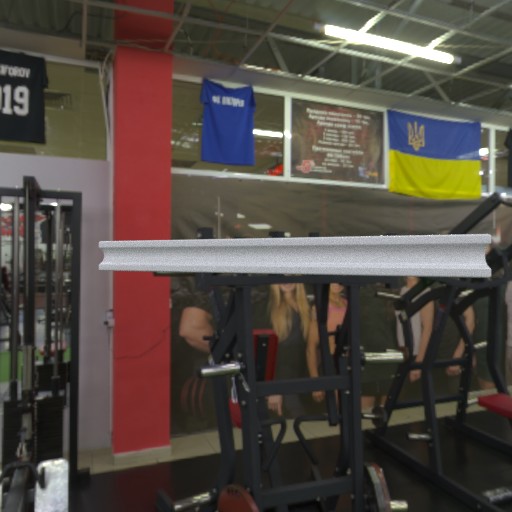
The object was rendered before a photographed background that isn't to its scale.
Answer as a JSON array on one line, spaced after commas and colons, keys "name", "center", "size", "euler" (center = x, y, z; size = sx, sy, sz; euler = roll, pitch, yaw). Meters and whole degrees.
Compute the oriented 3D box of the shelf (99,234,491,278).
[{"name": "shelf", "center": [0.000, 0.000, 0.442], "size": [0.296, 0.035, 0.296], "euler": [0, 0, -19]}]
